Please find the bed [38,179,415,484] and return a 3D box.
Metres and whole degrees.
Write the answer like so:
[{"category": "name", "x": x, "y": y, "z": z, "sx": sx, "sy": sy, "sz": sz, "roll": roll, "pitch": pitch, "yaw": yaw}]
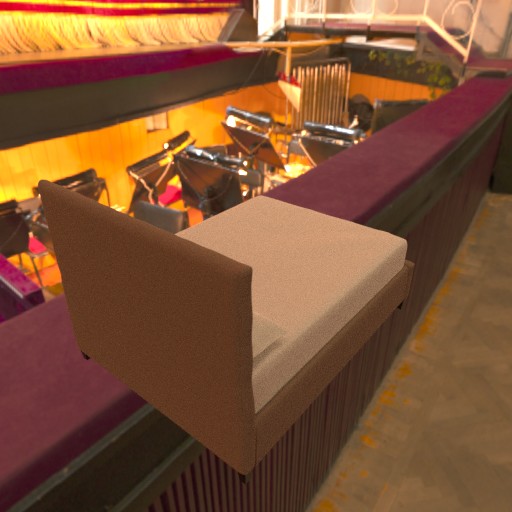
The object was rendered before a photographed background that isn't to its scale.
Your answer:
[{"category": "bed", "x": 0.000, "y": 0.000, "z": 3.332, "sx": 1.696, "sy": 1.426, "sz": 2.233, "roll": 22, "pitch": 36, "yaw": 33}]
